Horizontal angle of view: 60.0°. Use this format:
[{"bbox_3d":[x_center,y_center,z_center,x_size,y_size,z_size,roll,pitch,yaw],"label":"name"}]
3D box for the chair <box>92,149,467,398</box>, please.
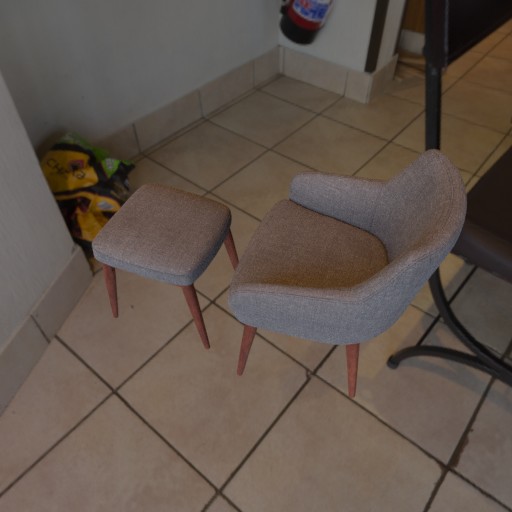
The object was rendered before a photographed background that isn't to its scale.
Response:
[{"bbox_3d":[0.000,0.000,1.498,1.107,0.799,0.584,16,49,14],"label":"chair"}]
